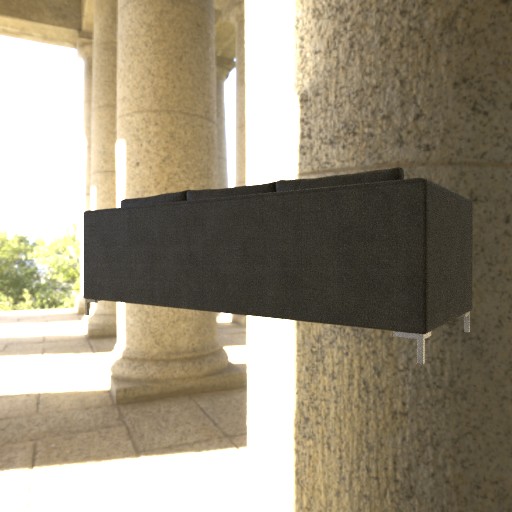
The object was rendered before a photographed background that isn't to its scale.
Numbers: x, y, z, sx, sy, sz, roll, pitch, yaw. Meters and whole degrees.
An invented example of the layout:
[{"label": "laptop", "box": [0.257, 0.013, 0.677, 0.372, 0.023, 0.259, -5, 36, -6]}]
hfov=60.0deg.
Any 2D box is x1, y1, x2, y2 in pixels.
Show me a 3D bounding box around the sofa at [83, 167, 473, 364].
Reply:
[{"label": "sofa", "box": [0.000, 0.000, 2.886, 2.415, 0.867, 0.969, 0, 0, 36]}]
